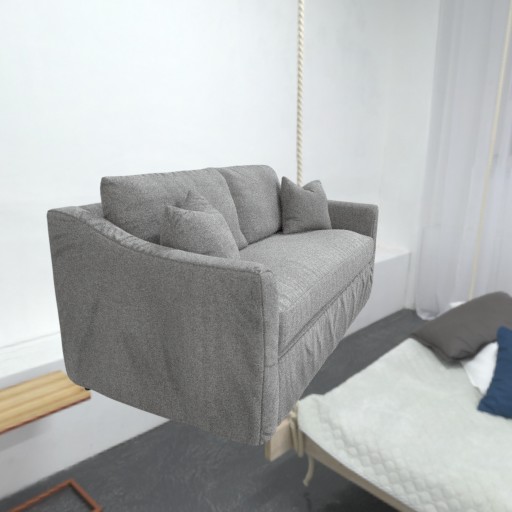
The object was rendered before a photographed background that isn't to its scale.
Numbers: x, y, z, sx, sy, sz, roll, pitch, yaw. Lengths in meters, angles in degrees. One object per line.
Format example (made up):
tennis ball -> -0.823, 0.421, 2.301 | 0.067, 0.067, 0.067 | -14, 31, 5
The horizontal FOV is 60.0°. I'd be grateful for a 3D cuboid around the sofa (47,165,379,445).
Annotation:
sofa -> 0.000, 0.000, 2.622 | 1.072, 1.018, 2.010 | 7, 16, 25
